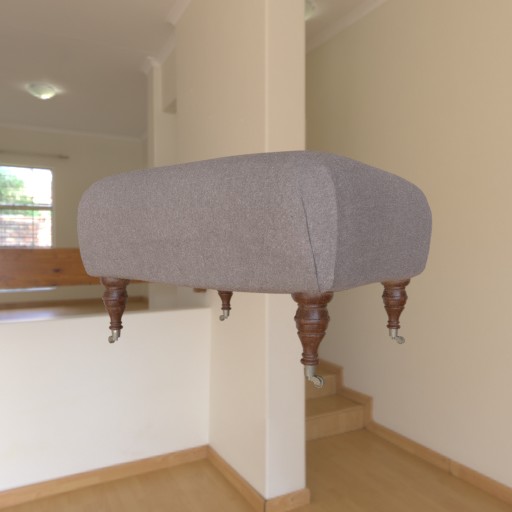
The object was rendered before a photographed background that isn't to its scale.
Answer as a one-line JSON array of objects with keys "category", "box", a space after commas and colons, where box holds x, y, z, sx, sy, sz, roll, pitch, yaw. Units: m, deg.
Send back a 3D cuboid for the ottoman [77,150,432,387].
[{"category": "ottoman", "box": [0.000, 0.000, 1.144, 0.747, 0.450, 0.622, 1, 1, 37]}]
